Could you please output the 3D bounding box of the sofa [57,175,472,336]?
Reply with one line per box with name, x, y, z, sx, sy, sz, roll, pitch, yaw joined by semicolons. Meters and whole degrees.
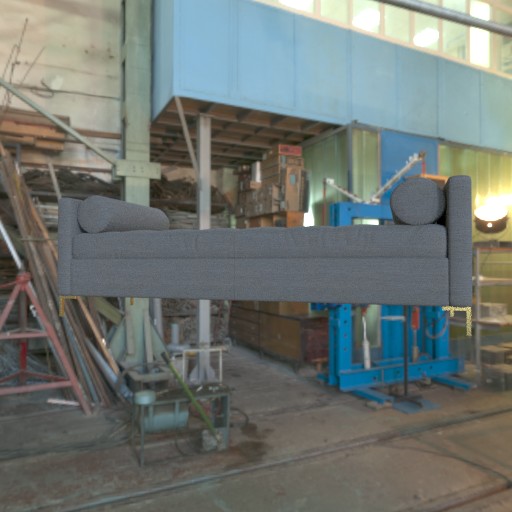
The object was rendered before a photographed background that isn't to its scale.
sofa;0.000;0.000;2.335;1.981;0.635;0.686;0;-1;18
